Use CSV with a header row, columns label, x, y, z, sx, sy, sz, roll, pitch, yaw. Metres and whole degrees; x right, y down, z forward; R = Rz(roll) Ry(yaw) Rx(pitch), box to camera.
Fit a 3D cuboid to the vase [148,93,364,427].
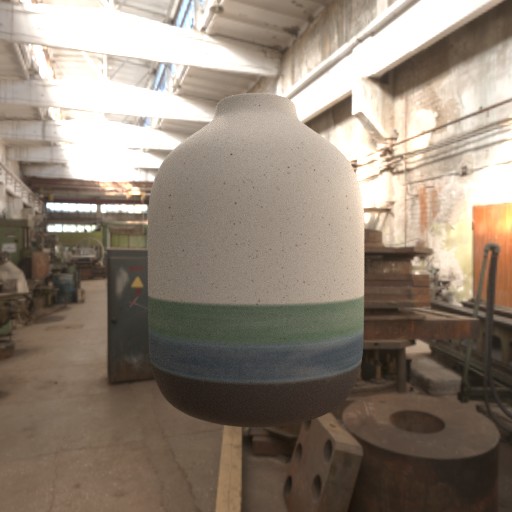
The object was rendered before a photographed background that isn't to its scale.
label,x,y,z,sx,sy,sz,roll,pitch,yaw
vase,0.000,0.000,0.357,0.169,0.240,0.169,0,0,0
